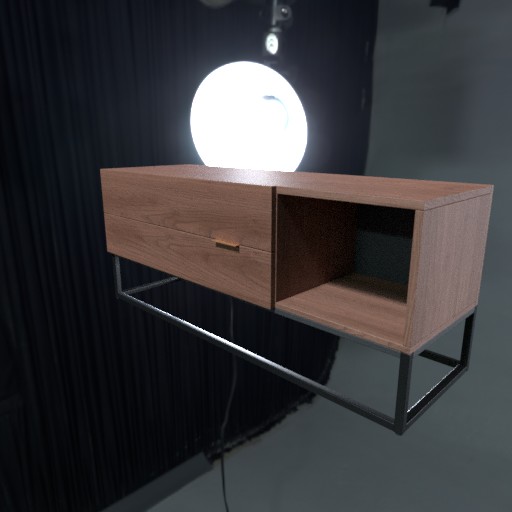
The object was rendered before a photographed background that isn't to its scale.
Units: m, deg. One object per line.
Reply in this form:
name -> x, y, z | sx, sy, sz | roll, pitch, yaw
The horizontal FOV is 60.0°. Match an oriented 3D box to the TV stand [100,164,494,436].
TV stand -> 0.000, 0.000, 1.394 | 1.200, 0.500, 0.415 | 14, 21, 42
